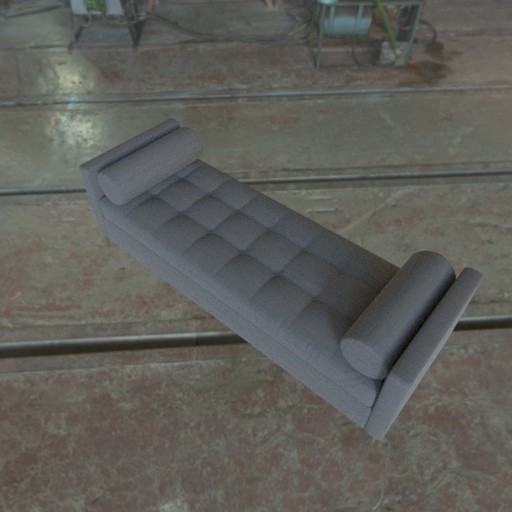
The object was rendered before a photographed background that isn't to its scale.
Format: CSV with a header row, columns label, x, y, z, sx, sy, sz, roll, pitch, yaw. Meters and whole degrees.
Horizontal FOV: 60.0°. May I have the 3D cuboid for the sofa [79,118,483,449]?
label,x,y,z,sx,sy,sz,roll,pitch,yaw
sofa,0.000,0.000,2.360,1.981,0.635,0.686,32,55,26
